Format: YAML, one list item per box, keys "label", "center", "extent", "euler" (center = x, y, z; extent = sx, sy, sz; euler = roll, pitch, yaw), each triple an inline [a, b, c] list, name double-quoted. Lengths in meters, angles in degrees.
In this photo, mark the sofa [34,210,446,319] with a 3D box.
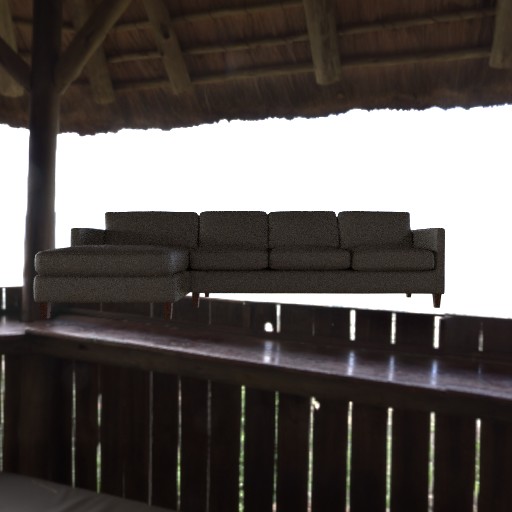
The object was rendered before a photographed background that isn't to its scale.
- label: "sofa"
  center: [0.000, 0.000, 3.830]
  extent: [3.201, 0.876, 1.502]
  euler: [0, 2, 1]
